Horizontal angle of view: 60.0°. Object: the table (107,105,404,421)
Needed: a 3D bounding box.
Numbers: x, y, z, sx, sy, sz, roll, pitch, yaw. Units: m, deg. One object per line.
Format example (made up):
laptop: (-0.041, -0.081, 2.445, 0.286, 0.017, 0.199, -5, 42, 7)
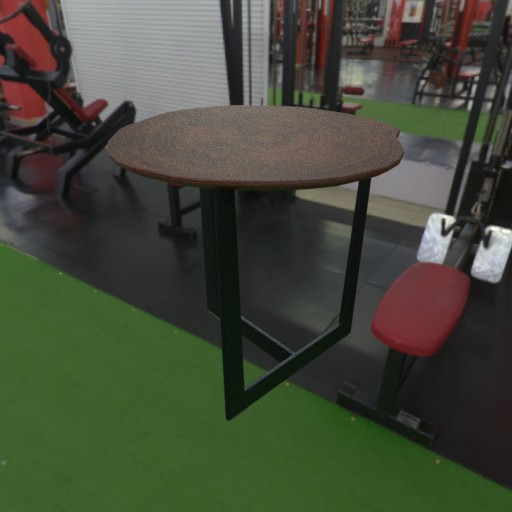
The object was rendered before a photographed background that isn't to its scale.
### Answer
table: (0.000, 0.000, 0.868, 0.494, 0.476, 0.477, 20, 36, 31)
